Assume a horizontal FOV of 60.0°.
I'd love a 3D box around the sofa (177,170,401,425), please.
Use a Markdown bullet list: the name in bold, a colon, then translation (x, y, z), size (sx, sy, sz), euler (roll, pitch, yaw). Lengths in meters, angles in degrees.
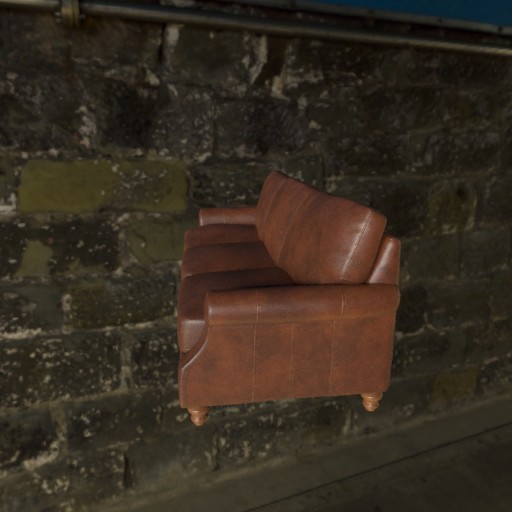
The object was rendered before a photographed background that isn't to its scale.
- **sofa**: translation (0.000, 0.000, 2.904), size (0.973, 0.977, 2.351), euler (-2, 15, -7)
